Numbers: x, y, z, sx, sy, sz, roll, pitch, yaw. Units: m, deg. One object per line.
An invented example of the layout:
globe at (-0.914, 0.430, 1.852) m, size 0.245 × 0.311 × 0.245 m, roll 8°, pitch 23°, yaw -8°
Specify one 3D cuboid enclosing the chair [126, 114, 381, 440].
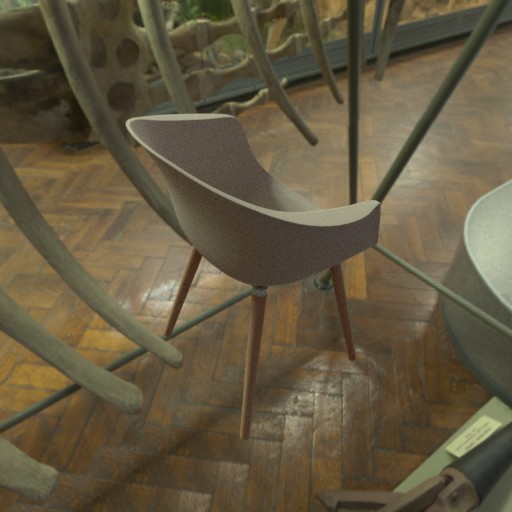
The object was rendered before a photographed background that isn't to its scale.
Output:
chair at (0.000, 0.000, 1.160) m, size 0.504 × 0.781 × 0.593 m, roll -26°, pitch 47°, yaw -27°
